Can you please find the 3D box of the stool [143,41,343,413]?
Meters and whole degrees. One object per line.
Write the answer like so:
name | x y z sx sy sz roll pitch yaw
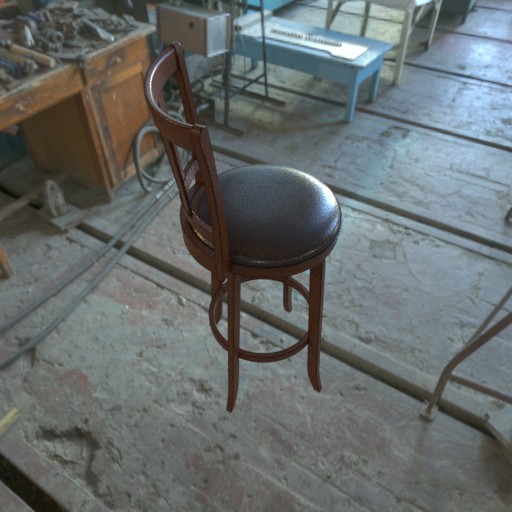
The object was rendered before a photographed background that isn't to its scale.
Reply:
stool | 0.000 0.000 1.411 0.503 1.177 0.464 -10 46 -9
